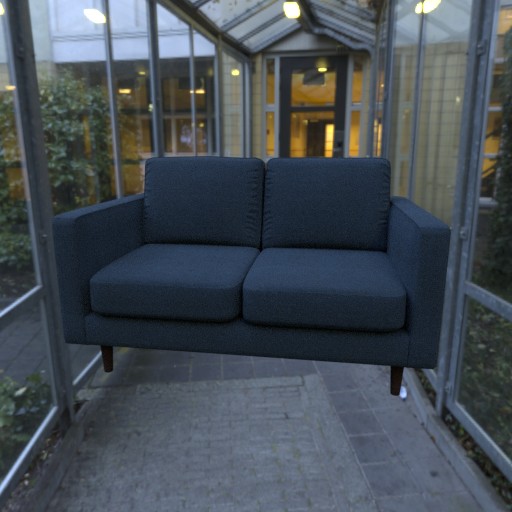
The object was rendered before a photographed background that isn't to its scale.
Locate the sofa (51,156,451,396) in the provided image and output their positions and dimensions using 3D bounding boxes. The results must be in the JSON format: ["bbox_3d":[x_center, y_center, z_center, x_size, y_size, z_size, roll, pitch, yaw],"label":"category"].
[{"bbox_3d":[0.000,0.000,2.140,1.518,0.930,0.999,2,14,9],"label":"sofa"}]
